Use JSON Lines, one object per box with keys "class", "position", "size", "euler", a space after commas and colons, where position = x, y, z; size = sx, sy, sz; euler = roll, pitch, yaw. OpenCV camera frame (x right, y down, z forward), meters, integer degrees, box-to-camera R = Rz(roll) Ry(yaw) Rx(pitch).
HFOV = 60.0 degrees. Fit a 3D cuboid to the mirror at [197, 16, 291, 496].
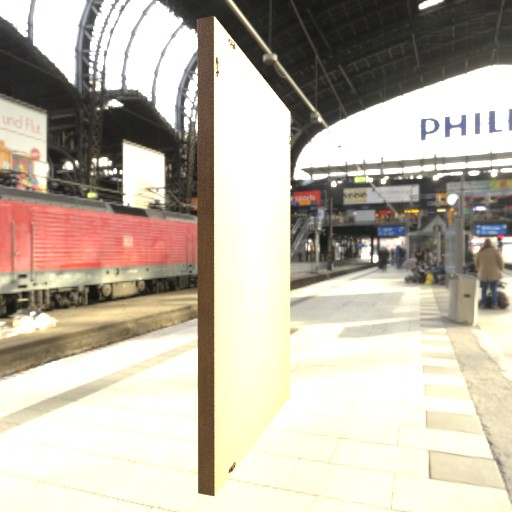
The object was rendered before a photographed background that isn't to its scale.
{"class": "mirror", "position": [0.000, 0.000, 1.138], "size": [0.040, 0.915, 0.609], "euler": [0, 1, 18]}
